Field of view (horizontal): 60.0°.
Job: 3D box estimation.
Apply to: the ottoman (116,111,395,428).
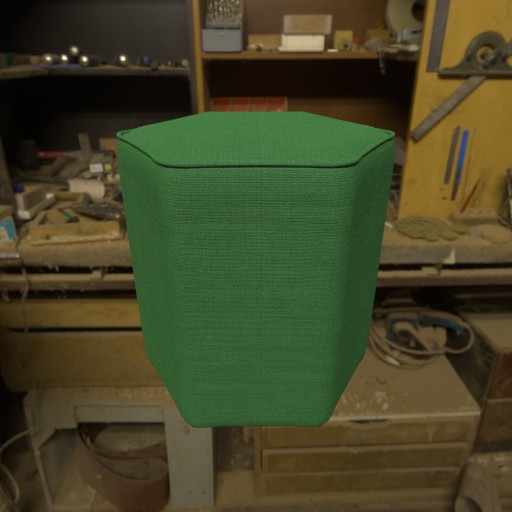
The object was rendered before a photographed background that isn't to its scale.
[{"bbox_3d":[0.000,0.000,0.888,0.499,0.507,0.444,0,26,0],"label":"ottoman"}]
